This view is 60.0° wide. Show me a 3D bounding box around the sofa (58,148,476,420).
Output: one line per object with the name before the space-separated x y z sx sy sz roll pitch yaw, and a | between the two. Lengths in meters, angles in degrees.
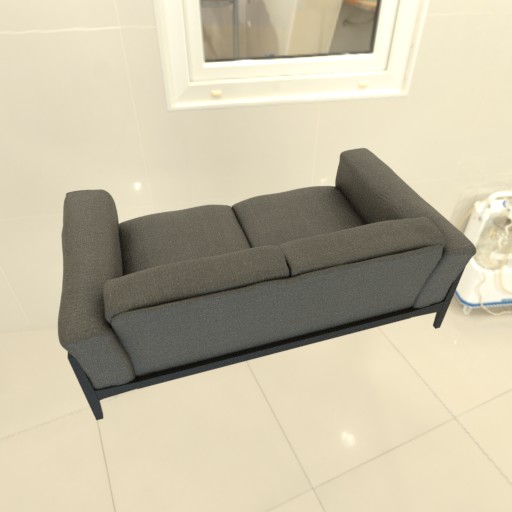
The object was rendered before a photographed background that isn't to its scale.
sofa | 0.000 0.000 2.146 1.690 0.656 0.960 -12 42 -13
